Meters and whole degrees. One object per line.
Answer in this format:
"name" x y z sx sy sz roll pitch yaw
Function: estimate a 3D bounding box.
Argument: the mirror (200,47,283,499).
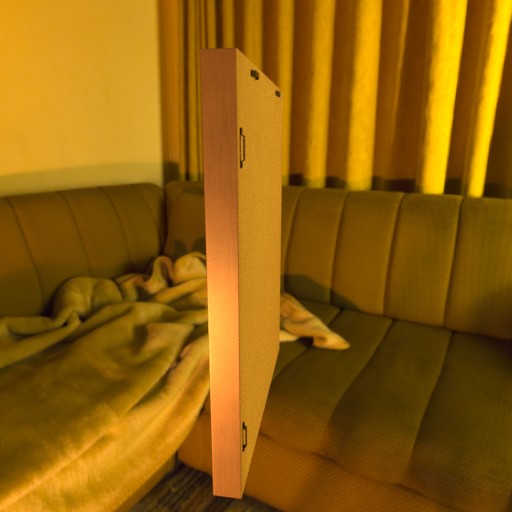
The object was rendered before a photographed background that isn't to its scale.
"mirror" 0.000 0.000 0.674 0.041 0.509 0.406 2 15 9
